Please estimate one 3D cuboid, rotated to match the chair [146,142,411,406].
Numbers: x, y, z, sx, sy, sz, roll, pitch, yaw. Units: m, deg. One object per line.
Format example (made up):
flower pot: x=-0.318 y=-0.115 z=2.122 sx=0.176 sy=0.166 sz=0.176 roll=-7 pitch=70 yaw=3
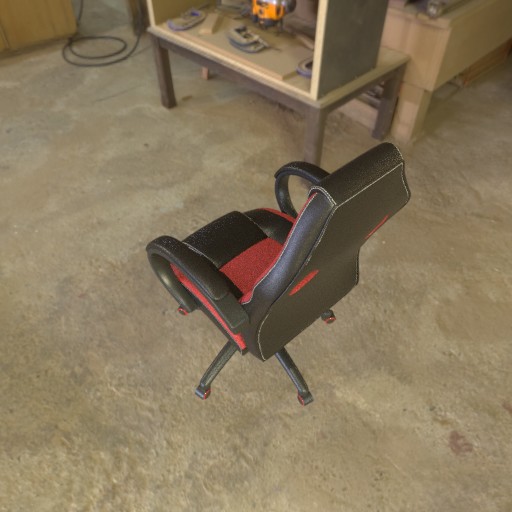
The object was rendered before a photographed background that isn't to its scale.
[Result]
chair: x=0.000 y=0.000 z=1.637 sx=0.750 sy=1.189 sz=0.783 roll=-34 pitch=56 yaw=-27
